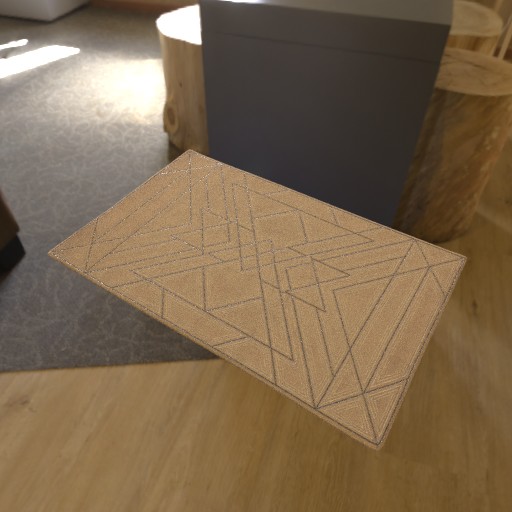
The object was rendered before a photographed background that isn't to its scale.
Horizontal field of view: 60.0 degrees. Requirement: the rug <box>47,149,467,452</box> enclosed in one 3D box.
[{"bbox_3d":[0.000,0.000,3.068,2.459,0.023,1.575,25,51,22],"label":"rug"}]
